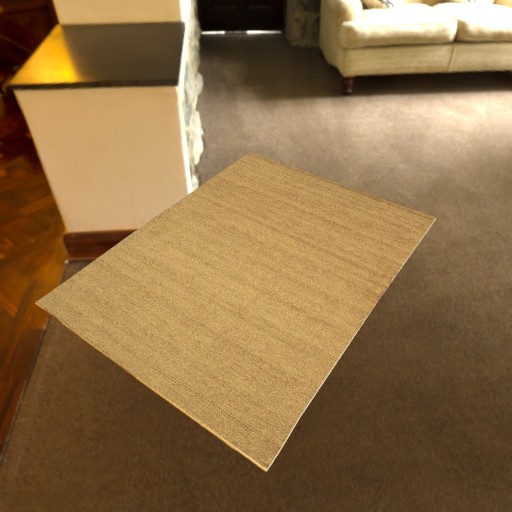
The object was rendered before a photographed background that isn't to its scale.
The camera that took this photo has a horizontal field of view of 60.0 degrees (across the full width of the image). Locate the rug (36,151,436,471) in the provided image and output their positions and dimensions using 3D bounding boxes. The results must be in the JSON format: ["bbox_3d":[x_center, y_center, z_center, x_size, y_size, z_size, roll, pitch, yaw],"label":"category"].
[{"bbox_3d":[0.000,0.000,4.265,2.434,0.045,3.202,26,49,25],"label":"rug"}]
